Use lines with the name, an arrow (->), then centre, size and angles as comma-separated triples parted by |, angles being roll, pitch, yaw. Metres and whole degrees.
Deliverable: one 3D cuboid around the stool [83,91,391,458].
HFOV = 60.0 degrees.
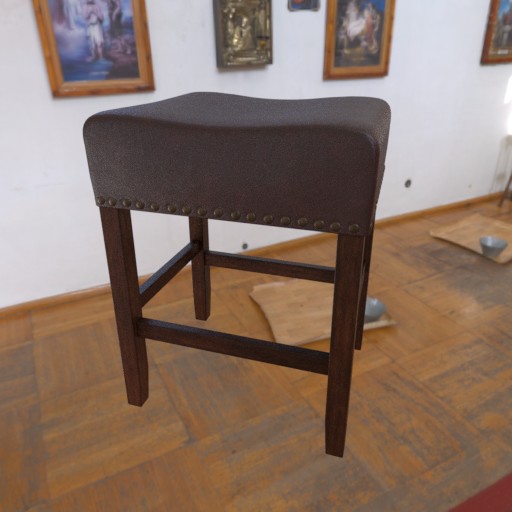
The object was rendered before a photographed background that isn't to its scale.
stool -> 0.000, 0.000, 0.924 | 0.465, 0.608, 0.397 | 8, 26, 16
